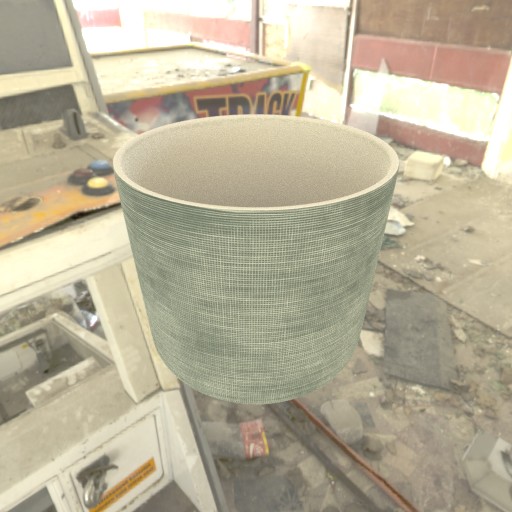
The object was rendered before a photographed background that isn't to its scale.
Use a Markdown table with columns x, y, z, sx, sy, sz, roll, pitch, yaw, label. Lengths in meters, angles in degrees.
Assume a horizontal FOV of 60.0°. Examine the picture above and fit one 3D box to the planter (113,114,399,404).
| x | y | z | sx | sy | sz | roll | pitch | yaw | label |
| --- | --- | --- | --- | --- | --- | --- | --- | --- | --- |
| 0.000 | 0.000 | 0.809 | 0.440 | 0.398 | 0.440 | 0 | 32 | 0 | planter |
